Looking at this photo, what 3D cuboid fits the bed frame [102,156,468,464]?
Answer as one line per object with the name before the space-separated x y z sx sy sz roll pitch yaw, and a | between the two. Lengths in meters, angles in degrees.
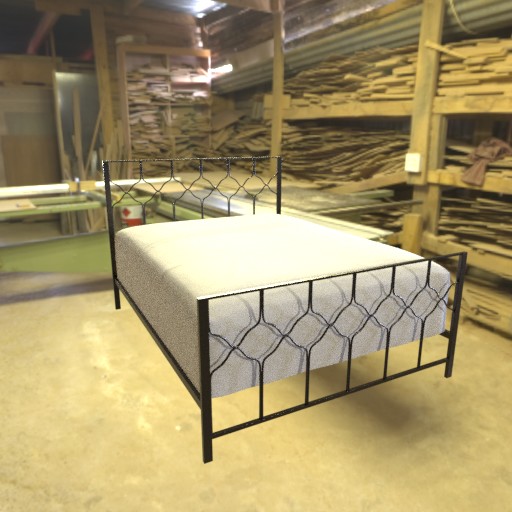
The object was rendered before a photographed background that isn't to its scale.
bed frame | 0.000 0.000 3.052 1.597 1.222 2.063 -8 17 -27
